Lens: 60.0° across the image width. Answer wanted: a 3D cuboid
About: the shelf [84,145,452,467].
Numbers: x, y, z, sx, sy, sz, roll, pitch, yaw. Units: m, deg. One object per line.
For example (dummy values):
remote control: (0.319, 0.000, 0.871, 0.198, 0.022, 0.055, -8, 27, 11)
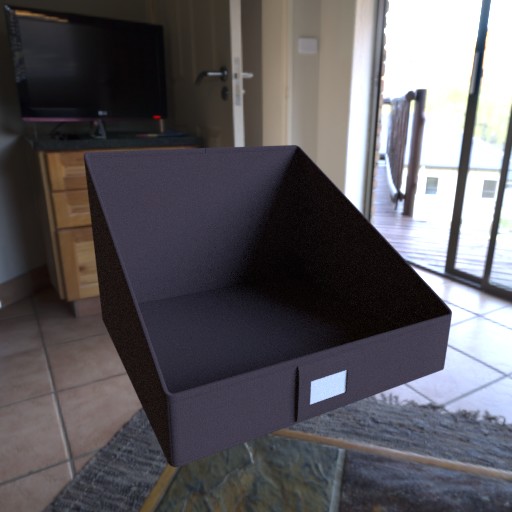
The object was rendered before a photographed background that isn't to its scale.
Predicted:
shelf: (0.000, 0.000, 0.478, 0.292, 0.210, 0.292, -9, 20, -27)
